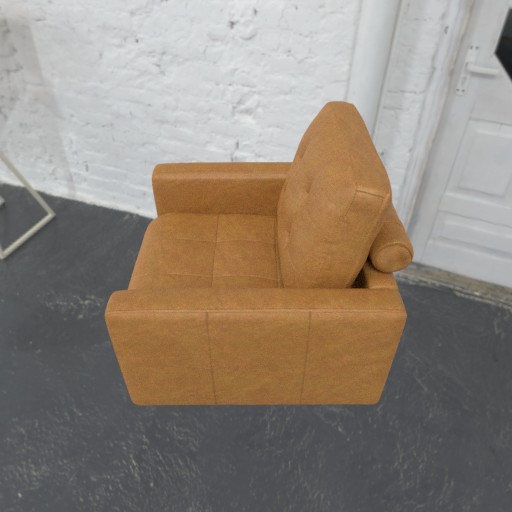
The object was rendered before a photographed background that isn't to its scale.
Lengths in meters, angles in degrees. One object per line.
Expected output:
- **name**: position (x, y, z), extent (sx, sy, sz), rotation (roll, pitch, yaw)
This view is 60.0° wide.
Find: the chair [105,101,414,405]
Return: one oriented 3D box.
- **chair**: position (0.000, 0.000, 1.541), extent (0.868, 0.896, 0.831), rotation (0, 41, 0)
